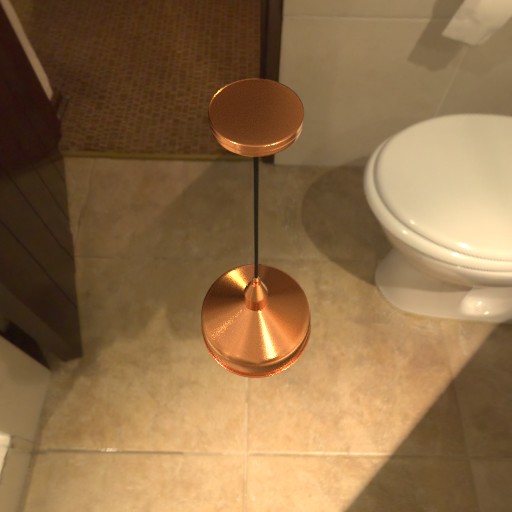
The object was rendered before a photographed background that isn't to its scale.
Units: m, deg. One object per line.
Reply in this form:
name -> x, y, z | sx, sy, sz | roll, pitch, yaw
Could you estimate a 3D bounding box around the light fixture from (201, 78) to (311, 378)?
light fixture -> 0.000, 0.000, 0.894 | 0.301, 0.754, 0.301 | -32, 65, -17
